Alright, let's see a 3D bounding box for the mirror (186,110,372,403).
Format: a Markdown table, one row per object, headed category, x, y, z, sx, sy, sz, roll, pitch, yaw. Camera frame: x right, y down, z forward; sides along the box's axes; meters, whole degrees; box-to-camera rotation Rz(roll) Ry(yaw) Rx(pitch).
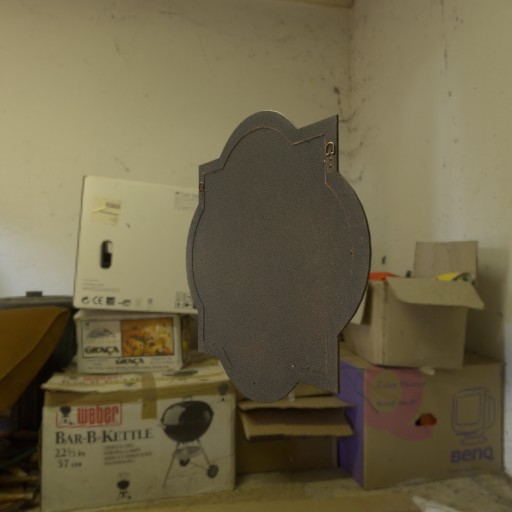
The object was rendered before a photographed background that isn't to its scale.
| category | x | y | z | sx | sy | sz | roll | pitch | yaw |
| --- | --- | --- | --- | --- | --- | --- | --- | --- | --- |
| mirror | 0.000 | 0.000 | 1.087 | 0.019 | 0.686 | 0.686 | 1 | -2 | -37 |
